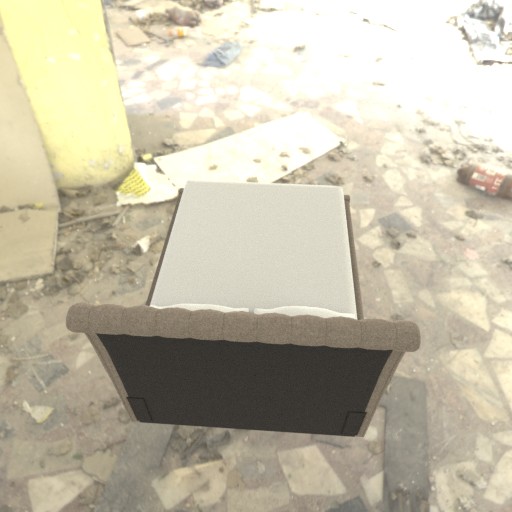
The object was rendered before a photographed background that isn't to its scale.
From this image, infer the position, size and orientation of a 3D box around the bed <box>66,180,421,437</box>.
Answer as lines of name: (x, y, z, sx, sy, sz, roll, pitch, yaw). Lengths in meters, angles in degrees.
bed: (0.000, 0.000, 3.274, 1.645, 1.371, 2.252, 3, 46, 3)
